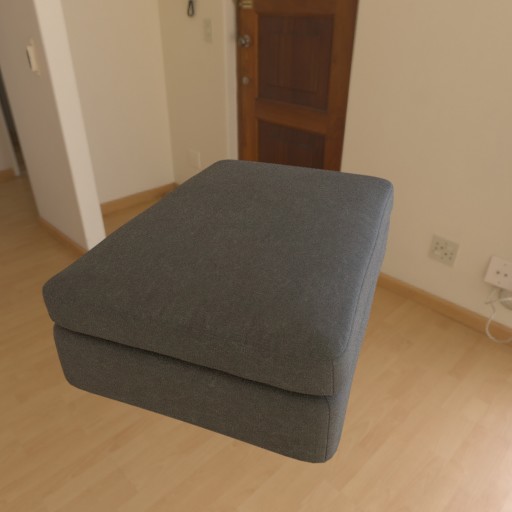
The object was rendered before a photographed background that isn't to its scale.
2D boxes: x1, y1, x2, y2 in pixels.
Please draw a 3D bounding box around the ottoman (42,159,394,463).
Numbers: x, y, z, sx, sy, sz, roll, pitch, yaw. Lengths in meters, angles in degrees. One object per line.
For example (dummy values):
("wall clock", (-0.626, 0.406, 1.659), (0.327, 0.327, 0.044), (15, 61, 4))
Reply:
("ottoman", (0.000, 0.000, 1.584), (0.840, 0.429, 1.199), (11, 32, 18))
